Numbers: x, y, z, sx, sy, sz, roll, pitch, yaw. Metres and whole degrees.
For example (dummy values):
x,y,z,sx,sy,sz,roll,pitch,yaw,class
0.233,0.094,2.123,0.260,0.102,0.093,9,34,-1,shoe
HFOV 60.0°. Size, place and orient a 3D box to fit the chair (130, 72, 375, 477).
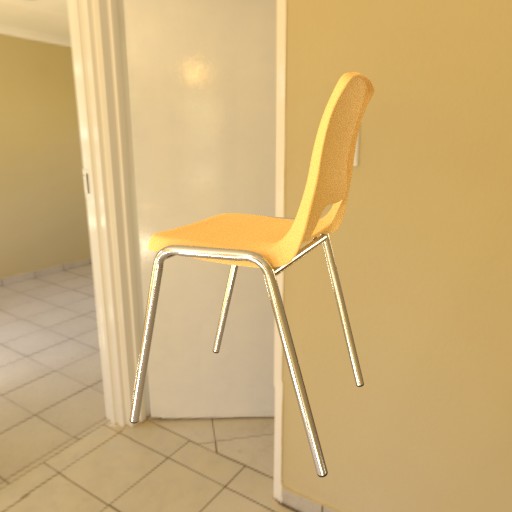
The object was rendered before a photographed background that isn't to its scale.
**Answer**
x,y,z,sx,sy,sz,roll,pitch,yaw,class
0.000,0.000,0.952,0.436,0.704,0.381,6,16,24,chair
